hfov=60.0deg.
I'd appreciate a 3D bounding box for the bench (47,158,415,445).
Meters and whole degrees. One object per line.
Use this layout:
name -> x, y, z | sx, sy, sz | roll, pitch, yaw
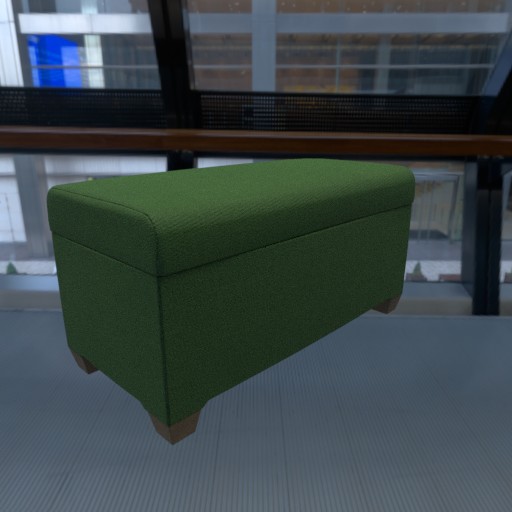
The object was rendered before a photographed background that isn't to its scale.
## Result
bench -> 0.000, 0.000, 1.291 | 0.505, 0.501, 0.989 | 16, 24, 42
